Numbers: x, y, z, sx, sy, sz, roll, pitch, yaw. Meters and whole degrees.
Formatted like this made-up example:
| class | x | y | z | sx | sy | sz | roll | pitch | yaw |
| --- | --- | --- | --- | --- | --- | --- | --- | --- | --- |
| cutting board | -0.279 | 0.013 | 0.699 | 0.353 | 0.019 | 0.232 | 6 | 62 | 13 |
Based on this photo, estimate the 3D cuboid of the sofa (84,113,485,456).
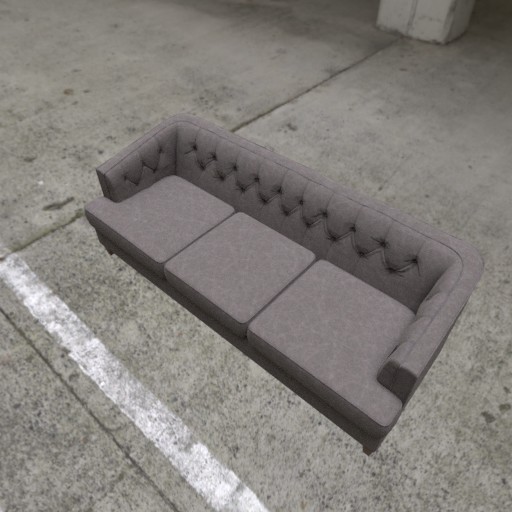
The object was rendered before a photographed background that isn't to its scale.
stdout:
| class | x | y | z | sx | sy | sz | roll | pitch | yaw |
| --- | --- | --- | --- | --- | --- | --- | --- | --- | --- |
| sofa | 0.000 | 0.000 | 2.626 | 2.247 | 0.806 | 0.917 | 32 | 53 | 28 |
